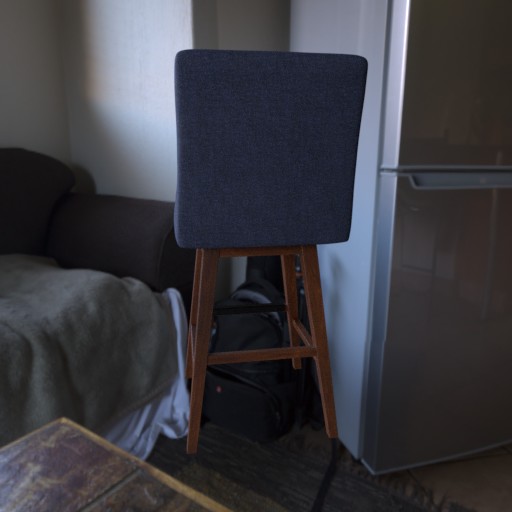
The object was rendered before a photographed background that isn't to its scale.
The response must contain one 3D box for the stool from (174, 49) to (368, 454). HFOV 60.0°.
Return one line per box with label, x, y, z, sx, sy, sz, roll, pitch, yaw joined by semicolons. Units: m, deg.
stool;0.000;0.000;1.360;0.489;1.068;0.572;-2;14;-9
